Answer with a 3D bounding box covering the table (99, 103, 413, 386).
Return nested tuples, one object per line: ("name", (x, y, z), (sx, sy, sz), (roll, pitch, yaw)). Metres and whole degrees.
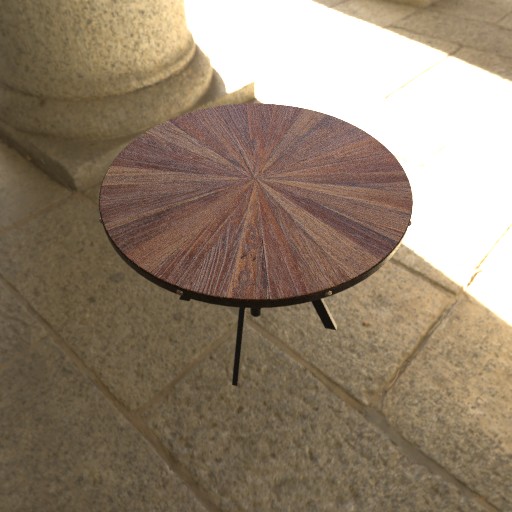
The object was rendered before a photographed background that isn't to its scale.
("table", (0.000, 0.000, 1.521), (0.885, 0.658, 0.885), (0, 47, 0))
